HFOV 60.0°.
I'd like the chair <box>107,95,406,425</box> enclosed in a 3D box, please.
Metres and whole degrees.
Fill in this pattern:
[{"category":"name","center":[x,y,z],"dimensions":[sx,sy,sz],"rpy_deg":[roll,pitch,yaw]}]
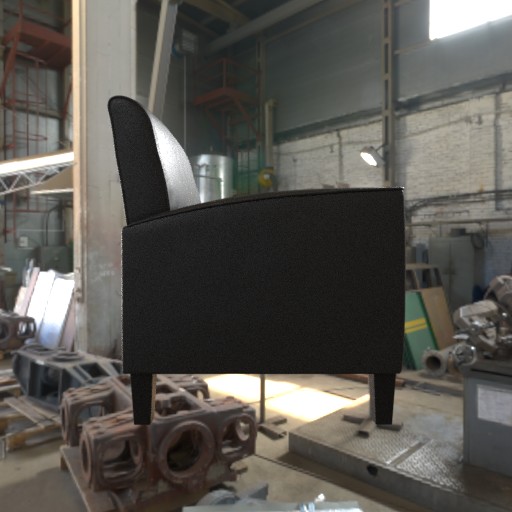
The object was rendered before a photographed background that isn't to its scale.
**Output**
[{"category":"chair","center":[0.000,0.000,1.581],"dimensions":[0.819,0.916,0.820],"rpy_deg":[0,1,0]}]
